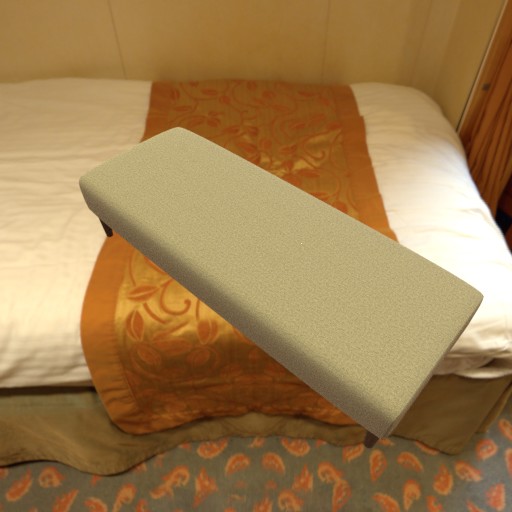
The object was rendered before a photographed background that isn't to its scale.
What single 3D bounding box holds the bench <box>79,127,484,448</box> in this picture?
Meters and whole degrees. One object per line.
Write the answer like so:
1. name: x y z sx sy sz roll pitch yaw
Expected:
1. bench: 0.000 0.000 1.839 1.598 0.383 0.631 34 55 27
